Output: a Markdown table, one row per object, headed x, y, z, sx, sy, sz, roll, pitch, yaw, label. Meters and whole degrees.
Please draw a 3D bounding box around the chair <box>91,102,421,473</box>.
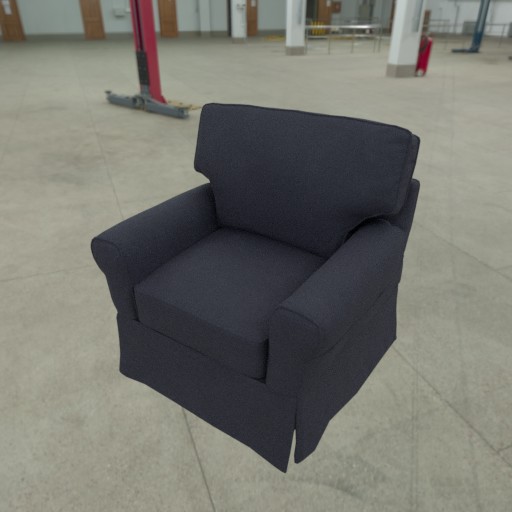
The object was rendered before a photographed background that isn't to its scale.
| x | y | z | sx | sy | sz | roll | pitch | yaw | label |
| --- | --- | --- | --- | --- | --- | --- | --- | --- | --- |
| 0.000 | 0.000 | 1.944 | 1.119 | 1.140 | 1.002 | 18 | 34 | 29 | chair |
